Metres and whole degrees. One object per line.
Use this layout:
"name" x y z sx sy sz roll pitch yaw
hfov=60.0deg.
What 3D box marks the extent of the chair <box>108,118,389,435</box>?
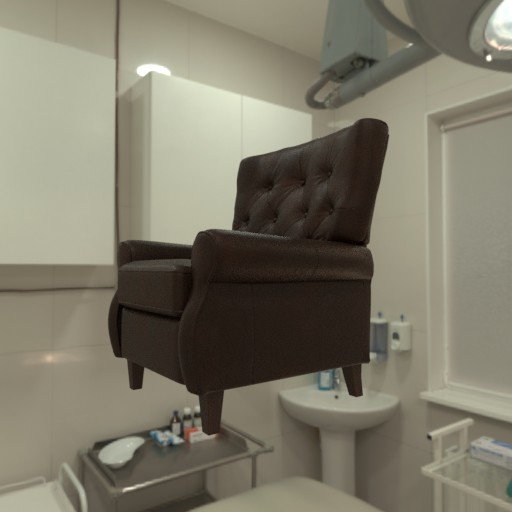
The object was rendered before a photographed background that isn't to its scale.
"chair" 0.000 0.000 1.935 1.058 1.158 0.948 1 -2 -36
